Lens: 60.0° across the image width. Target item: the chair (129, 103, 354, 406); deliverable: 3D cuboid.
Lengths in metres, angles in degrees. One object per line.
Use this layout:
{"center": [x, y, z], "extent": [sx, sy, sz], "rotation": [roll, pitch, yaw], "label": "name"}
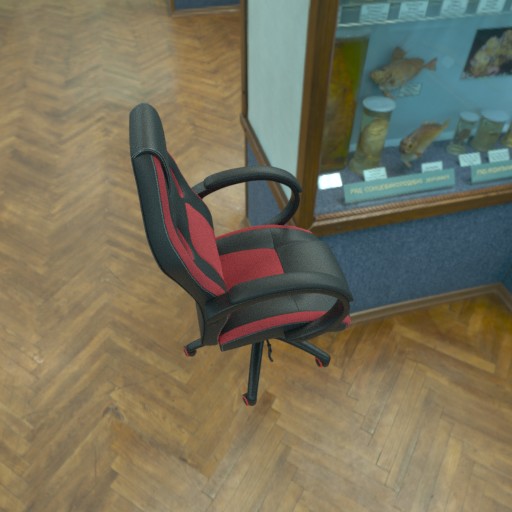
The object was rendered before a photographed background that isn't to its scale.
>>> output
{"center": [0.000, 0.000, 1.683], "extent": [0.724, 1.187, 0.673], "rotation": [-9, 46, -8], "label": "chair"}
